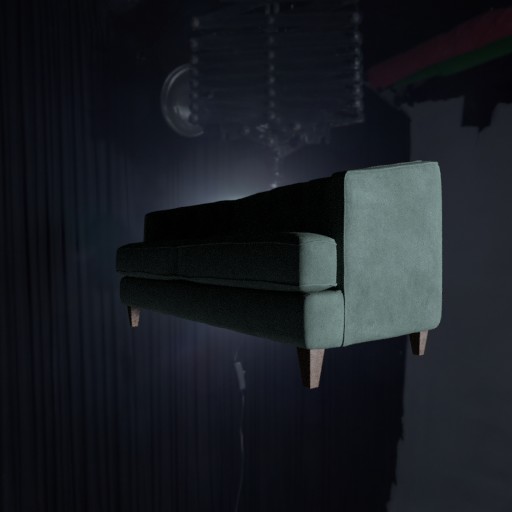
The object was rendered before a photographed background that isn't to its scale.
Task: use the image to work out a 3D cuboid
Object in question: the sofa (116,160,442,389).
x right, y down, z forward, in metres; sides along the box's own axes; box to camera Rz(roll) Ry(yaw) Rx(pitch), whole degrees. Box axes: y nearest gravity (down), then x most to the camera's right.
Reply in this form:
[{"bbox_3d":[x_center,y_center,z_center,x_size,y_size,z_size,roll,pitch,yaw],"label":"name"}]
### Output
[{"bbox_3d":[0.000,0.000,2.284,0.941,0.855,1.733,0,0,-36],"label":"sofa"}]
